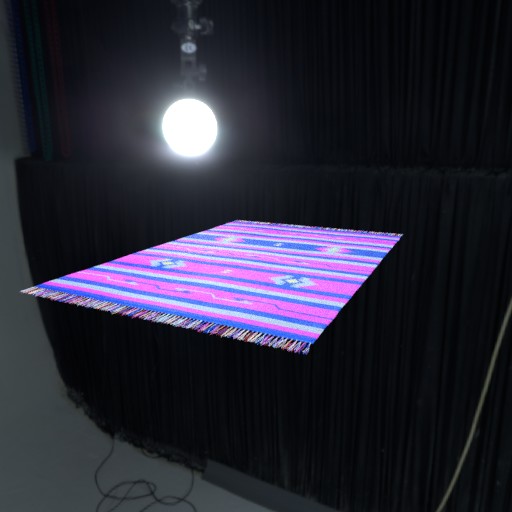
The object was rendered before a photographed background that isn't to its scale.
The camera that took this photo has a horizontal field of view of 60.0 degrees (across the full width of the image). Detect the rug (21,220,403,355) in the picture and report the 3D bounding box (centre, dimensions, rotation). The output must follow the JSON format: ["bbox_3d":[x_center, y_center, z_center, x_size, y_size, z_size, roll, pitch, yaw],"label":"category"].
[{"bbox_3d":[0.000,0.000,2.916,1.539,0.013,2.350,7,16,25],"label":"rug"}]
